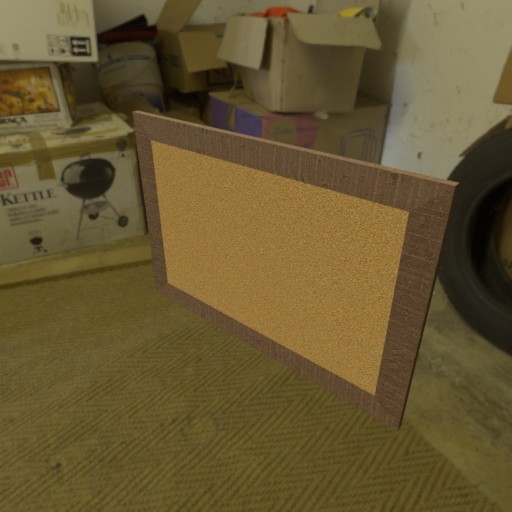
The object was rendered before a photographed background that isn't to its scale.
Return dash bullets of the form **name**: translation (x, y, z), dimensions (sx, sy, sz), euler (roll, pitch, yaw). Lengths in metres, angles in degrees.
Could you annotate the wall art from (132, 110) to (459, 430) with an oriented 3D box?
- **wall art**: translation (0.000, 0.000, 1.181), dimensions (0.917, 0.626, 0.019), euler (23, 37, 34)
